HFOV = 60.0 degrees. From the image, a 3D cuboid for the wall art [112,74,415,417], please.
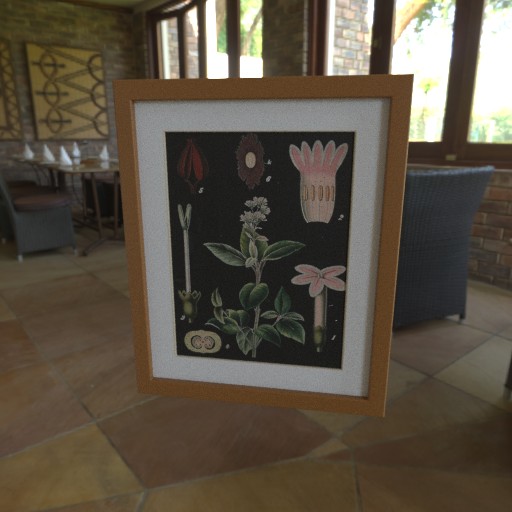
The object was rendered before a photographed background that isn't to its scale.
[{"bbox_3d":[0.000,0.000,0.732,0.449,0.550,0.021,3,16,9],"label":"wall art"}]
